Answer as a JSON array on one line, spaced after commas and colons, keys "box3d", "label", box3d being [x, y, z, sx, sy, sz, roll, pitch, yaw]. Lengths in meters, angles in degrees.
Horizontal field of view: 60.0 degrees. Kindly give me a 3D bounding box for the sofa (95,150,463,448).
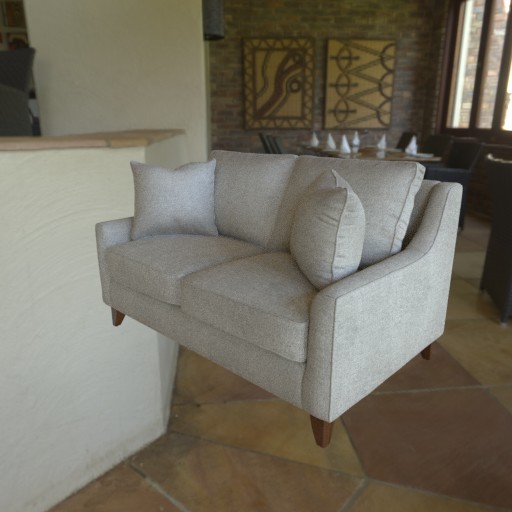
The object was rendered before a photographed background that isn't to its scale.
[{"box3d": [0.000, 0.000, 1.996, 1.422, 0.863, 0.915, 15, 22, 41], "label": "sofa"}]
